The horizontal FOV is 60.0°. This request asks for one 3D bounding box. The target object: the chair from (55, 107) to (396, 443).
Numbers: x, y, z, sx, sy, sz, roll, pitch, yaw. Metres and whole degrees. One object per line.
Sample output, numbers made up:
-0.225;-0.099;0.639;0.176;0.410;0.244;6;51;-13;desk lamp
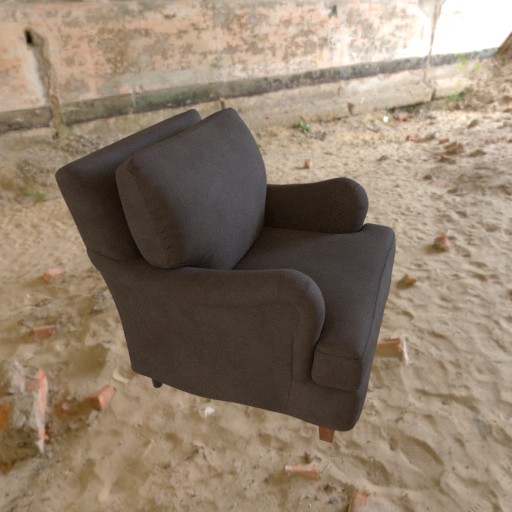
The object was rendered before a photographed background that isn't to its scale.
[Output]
0.000;0.000;1.818;1.070;0.997;0.955;11;33;18;chair
